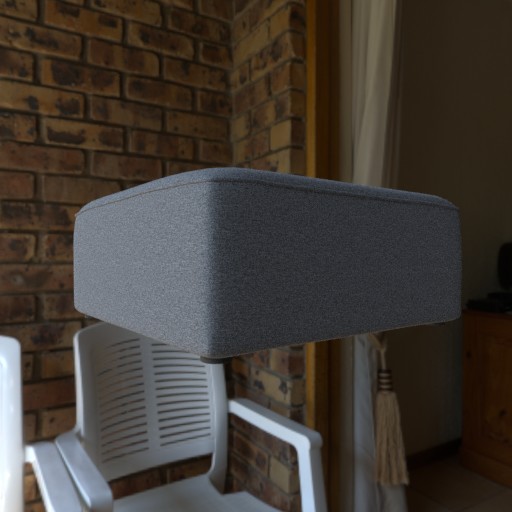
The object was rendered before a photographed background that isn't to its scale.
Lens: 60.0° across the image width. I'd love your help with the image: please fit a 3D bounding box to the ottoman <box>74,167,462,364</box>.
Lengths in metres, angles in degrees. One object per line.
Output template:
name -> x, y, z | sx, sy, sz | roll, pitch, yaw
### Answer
ottoman -> 0.000, 0.000, 1.594 | 1.005, 0.464, 1.015 | 0, 0, -37
